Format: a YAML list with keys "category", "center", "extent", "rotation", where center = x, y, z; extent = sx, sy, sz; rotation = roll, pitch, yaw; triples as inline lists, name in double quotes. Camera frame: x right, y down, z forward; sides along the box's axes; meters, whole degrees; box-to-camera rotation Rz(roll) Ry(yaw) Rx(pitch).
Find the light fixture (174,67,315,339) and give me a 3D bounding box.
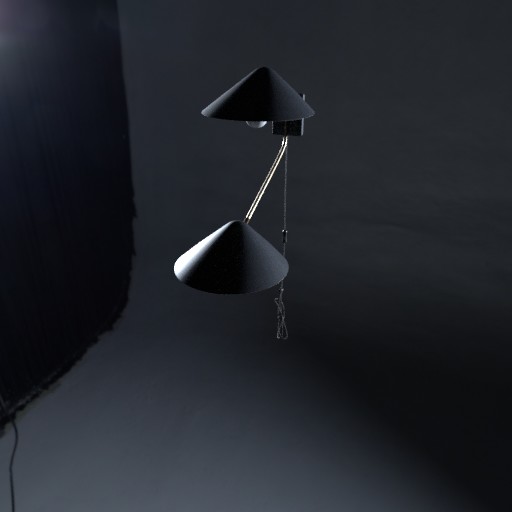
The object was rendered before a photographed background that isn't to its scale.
- category: "light fixture"
  center: [0.000, 0.000, 0.852]
  extent: [0.189, 0.665, 0.422]
  rotation: [9, 28, 18]
